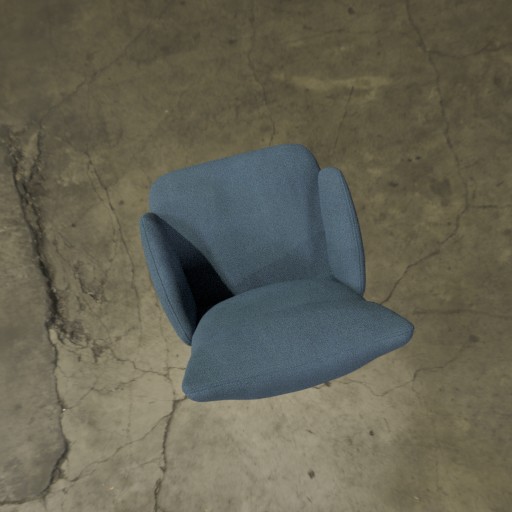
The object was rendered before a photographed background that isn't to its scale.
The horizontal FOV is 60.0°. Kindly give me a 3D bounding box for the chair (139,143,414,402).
[{"bbox_3d":[0.000,0.000,1.548,0.711,1.016,0.889,-15,76,-4],"label":"chair"}]
